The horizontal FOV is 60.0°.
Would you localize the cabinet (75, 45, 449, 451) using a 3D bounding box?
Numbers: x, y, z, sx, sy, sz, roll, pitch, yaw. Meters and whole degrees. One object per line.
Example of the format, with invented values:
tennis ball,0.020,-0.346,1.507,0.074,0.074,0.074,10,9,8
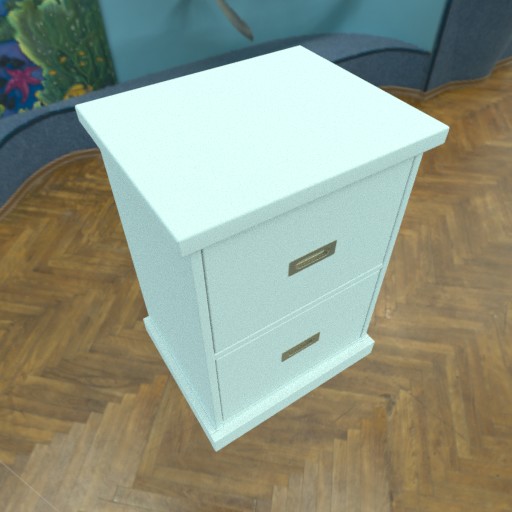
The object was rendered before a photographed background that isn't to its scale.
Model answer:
cabinet,0.000,0.000,1.050,0.520,0.723,0.431,-25,51,-22
